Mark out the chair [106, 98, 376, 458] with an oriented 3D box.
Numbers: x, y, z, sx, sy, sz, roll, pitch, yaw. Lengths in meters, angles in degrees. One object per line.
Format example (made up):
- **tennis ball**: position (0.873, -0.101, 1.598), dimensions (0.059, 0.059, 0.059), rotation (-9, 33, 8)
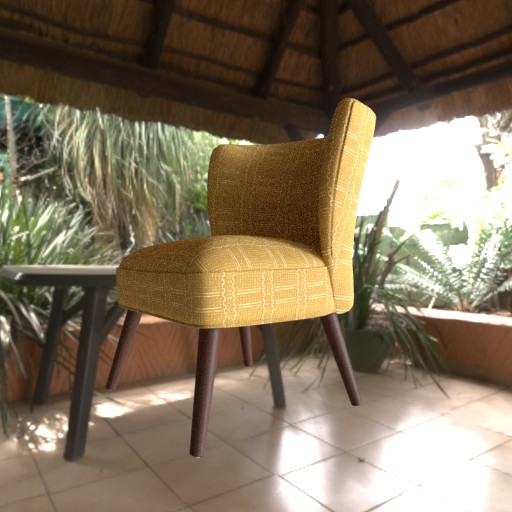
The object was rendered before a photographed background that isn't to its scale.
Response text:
- **chair**: position (0.000, 0.000, 1.398), dimensions (0.758, 0.866, 0.706), rotation (0, 1, -36)
